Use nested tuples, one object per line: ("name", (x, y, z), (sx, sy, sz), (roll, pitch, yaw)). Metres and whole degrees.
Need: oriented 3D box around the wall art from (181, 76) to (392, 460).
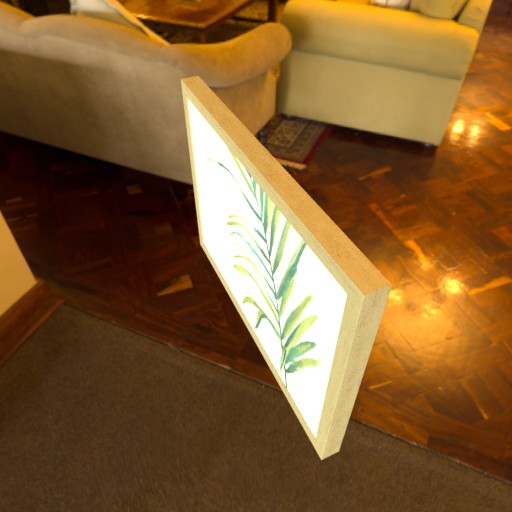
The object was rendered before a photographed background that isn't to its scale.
("wall art", (0.000, 0.000, 0.715), (0.032, 0.380, 0.532), (-18, 47, -18))
